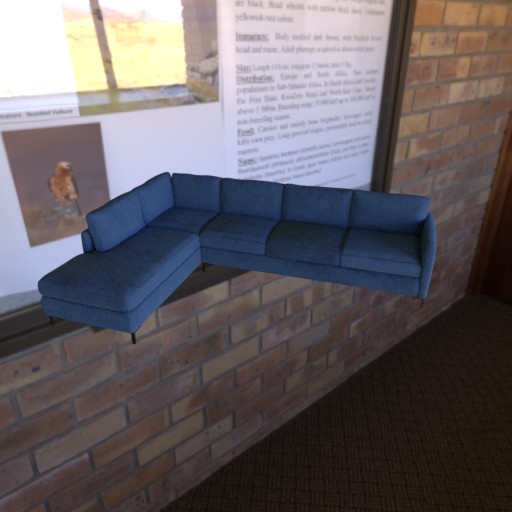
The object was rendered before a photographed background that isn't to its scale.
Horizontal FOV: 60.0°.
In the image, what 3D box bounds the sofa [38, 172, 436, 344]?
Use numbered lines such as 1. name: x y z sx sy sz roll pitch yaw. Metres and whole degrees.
1. sofa: 0.000 0.000 3.846 2.949 0.815 2.007 8 28 16
